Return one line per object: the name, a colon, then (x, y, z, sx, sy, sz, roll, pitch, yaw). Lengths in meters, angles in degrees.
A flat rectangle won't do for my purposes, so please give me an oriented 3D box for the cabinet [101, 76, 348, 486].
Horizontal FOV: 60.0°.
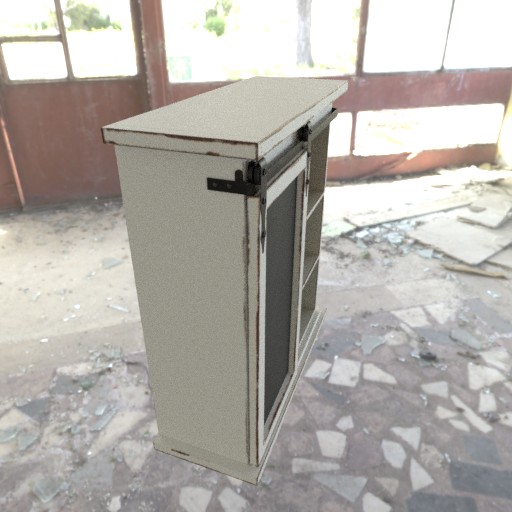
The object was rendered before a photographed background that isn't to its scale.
cabinet: (0.000, 0.000, 0.887, 0.210, 0.603, 0.541, 10, 31, 18)
